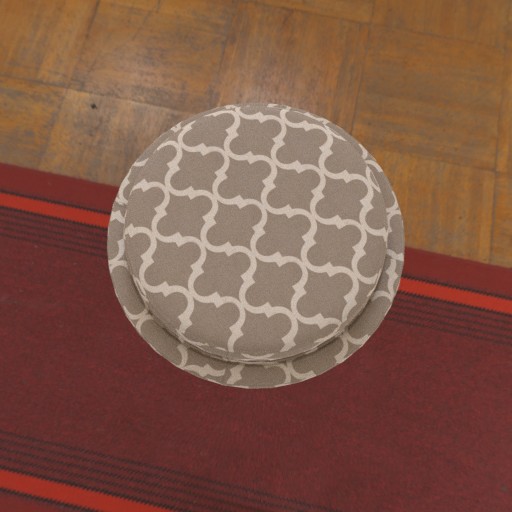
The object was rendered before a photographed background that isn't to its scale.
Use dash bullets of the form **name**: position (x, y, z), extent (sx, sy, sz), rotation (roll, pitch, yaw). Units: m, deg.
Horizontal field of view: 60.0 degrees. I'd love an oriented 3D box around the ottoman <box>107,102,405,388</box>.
- **ottoman**: position (0.000, 0.000, 0.840), extent (0.480, 0.429, 0.480), rotation (0, 75, 0)
